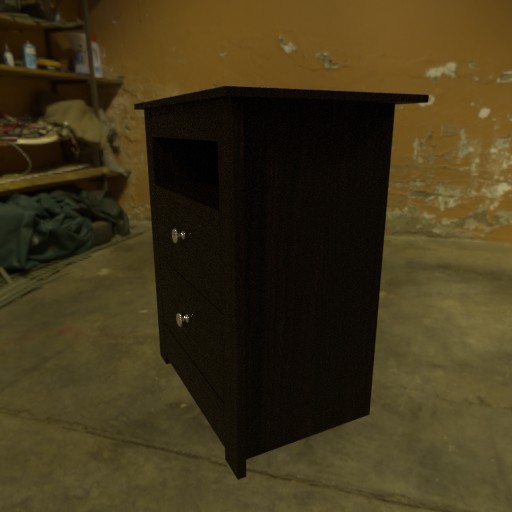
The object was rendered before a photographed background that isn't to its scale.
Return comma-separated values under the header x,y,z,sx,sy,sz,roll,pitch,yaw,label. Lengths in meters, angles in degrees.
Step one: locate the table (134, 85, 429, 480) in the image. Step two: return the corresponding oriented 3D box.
x,y,z,sx,sy,sz,roll,pitch,yaw,label
0.000,0.000,1.071,0.406,0.711,0.591,-8,18,-26,table
